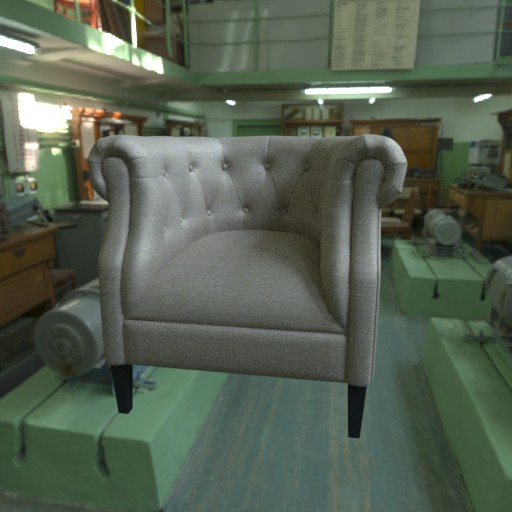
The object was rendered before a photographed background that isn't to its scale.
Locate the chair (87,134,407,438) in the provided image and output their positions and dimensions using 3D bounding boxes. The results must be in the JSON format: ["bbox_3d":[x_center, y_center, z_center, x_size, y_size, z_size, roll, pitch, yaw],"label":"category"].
[{"bbox_3d":[0.000,0.000,1.565,0.905,0.827,0.852,2,15,9],"label":"chair"}]
